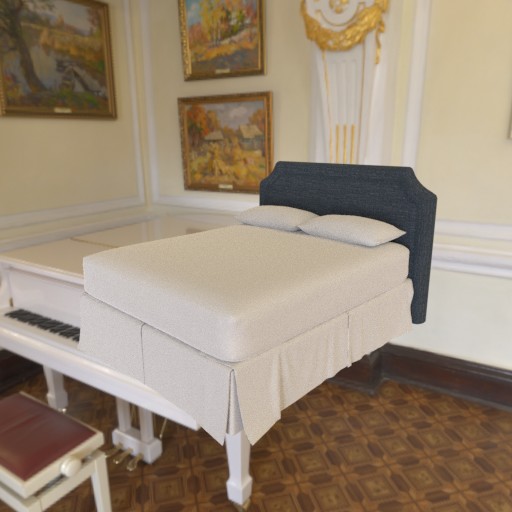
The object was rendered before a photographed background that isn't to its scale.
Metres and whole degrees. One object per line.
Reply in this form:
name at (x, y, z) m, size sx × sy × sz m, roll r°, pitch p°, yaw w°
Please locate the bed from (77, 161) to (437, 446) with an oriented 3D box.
bed at (0.000, 0.000, 3.370) m, size 1.828 × 1.297 × 2.208 m, roll 14°, pitch 20°, yaw 42°
